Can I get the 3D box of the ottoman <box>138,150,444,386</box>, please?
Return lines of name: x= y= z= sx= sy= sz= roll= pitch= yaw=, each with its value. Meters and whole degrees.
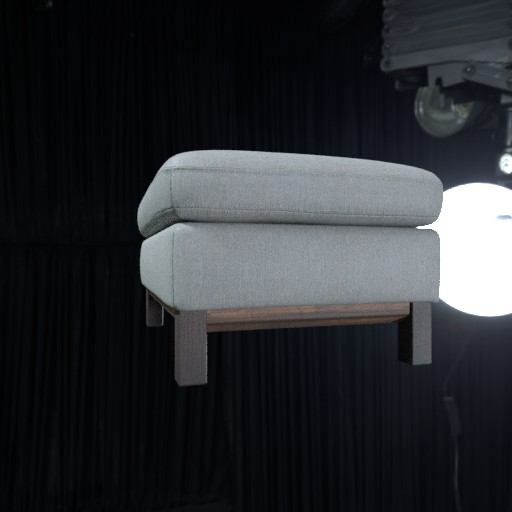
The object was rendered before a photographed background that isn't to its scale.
ottoman: x=0.000 y=0.000 z=1.067 sx=0.528 sy=0.404 sz=0.735 roll=0 pitch=0 yaw=-18
